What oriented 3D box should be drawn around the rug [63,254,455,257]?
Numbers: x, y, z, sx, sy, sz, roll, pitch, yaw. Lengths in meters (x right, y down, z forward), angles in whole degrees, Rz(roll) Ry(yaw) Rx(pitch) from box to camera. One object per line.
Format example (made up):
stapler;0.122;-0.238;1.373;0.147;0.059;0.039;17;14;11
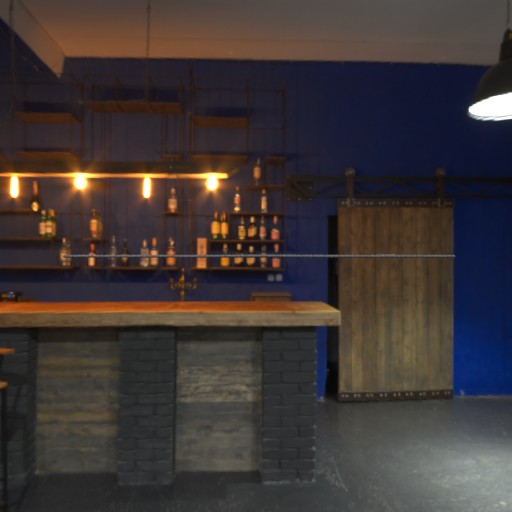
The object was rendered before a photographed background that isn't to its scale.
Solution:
rug;0.000;0.000;2.260;1.207;0.012;1.820;0;0;-1
